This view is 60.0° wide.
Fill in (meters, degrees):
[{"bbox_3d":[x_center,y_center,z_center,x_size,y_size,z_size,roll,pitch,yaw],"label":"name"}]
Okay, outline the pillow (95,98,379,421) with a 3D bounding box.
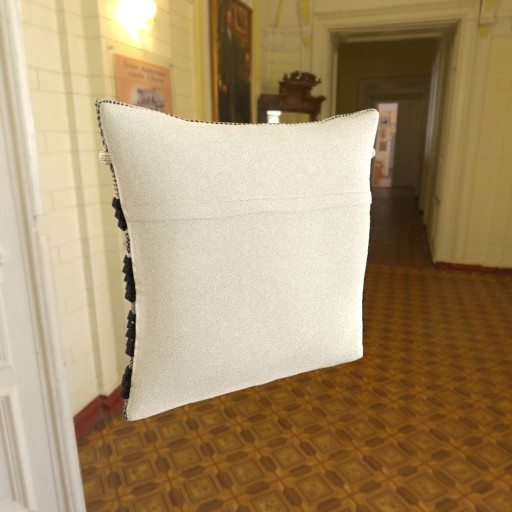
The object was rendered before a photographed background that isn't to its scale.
[{"bbox_3d":[0.000,0.000,0.676,0.436,0.438,0.156,-8,17,-26],"label":"pillow"}]
